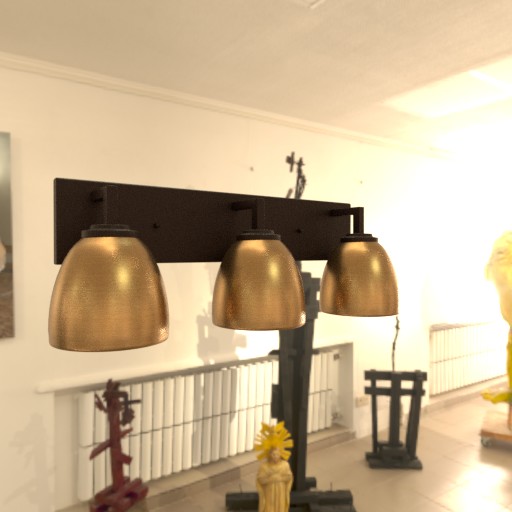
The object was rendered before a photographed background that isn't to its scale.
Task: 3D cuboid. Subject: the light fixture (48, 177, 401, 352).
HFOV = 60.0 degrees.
[{"bbox_3d":[0.000,0.000,0.674,0.582,0.204,0.157,0,1,-35],"label":"light fixture"}]
